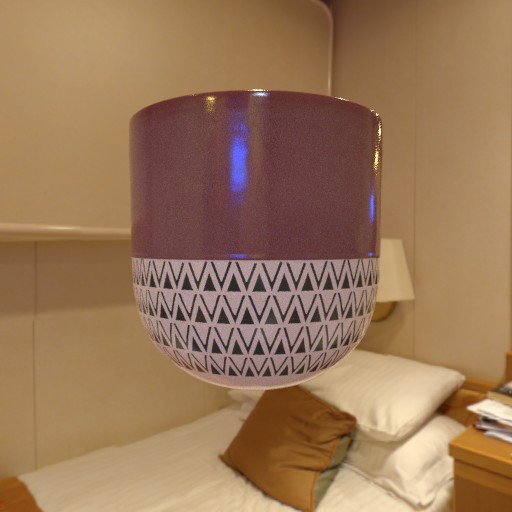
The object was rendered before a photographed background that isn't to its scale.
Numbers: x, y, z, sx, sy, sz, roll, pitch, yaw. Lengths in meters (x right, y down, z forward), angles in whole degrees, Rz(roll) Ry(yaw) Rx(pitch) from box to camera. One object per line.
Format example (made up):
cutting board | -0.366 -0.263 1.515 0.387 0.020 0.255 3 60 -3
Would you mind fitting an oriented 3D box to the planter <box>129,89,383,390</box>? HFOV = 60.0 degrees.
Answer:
planter | 0.000 0.000 0.485 0.266 0.270 0.266 0 1 0
